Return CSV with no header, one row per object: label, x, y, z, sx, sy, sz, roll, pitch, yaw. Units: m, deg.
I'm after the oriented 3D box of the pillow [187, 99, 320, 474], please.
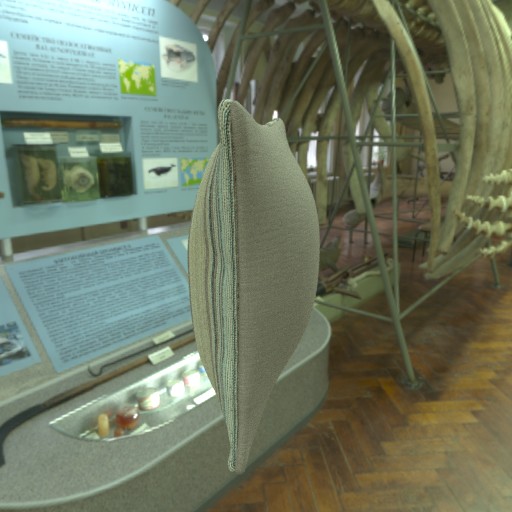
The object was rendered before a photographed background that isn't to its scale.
pillow,0.000,0.000,0.667,0.189,0.416,0.435,2,15,9
